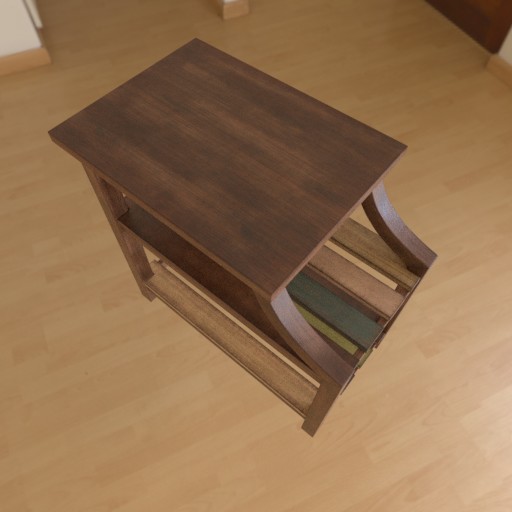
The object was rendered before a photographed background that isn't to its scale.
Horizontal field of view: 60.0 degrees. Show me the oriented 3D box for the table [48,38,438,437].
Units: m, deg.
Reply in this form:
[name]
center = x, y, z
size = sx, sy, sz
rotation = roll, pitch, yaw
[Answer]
[table]
center = 0.000, 0.000, 0.952
size = 0.609, 0.584, 0.356
rotation = 35, 64, 20
